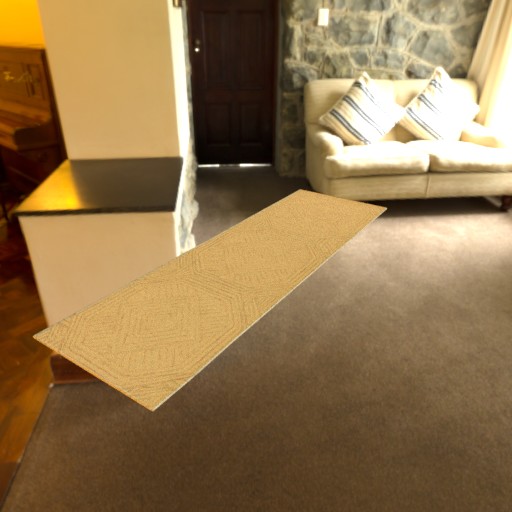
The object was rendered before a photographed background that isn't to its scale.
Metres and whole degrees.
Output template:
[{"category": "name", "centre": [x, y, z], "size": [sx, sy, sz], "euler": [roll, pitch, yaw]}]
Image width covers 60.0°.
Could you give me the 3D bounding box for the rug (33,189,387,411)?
[{"category": "rug", "centre": [0.000, 0.000, 2.709], "size": [0.775, 0.012, 2.452], "euler": [18, 32, 30]}]
